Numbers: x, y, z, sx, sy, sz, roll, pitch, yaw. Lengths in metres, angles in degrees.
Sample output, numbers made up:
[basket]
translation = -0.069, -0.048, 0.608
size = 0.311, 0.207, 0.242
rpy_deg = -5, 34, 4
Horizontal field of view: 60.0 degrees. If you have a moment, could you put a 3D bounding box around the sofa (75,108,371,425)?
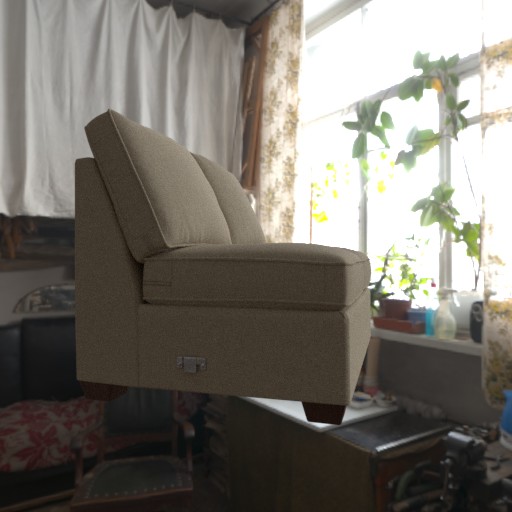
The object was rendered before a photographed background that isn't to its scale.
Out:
[sofa]
translation = 0.000, 0.000, 1.978
size = 0.951, 1.008, 1.237
rpy_deg = 0, -1, 17
